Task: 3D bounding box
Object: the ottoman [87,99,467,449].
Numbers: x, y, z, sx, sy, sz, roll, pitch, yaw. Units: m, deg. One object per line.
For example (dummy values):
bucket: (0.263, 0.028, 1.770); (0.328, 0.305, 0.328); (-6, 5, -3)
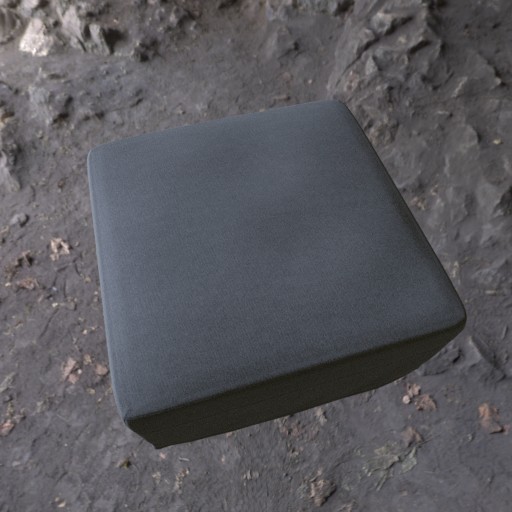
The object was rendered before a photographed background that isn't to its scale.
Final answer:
ottoman: (0.000, 0.000, 1.312); (0.842, 0.441, 0.843); (-14, 59, -8)
